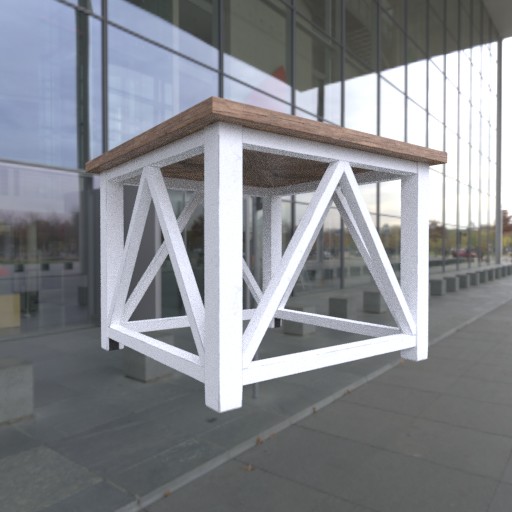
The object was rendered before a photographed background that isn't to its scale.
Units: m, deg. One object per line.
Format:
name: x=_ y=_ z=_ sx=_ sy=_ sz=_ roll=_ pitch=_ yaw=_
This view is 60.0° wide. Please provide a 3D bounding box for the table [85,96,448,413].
table: x=0.000 y=0.000 z=1.206 sx=0.700 sy=0.532 sz=0.700 roll=-1 pitch=1 yaw=-37
